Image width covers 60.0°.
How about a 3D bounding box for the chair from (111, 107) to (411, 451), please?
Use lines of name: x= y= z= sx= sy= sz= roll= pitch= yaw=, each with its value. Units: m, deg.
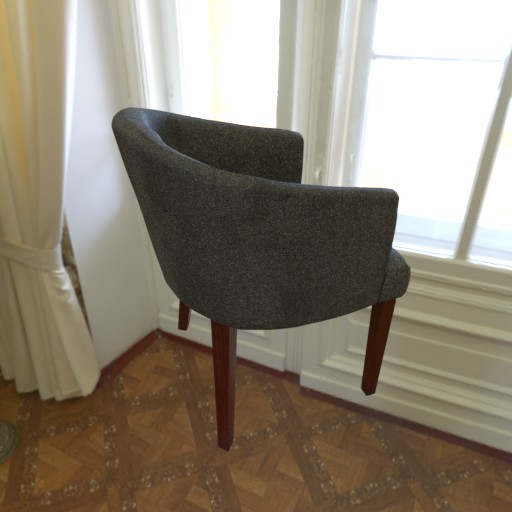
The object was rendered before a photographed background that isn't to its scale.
chair: x=0.000 y=0.000 z=1.237 sx=0.655 sy=0.811 sz=0.583 roll=-10 pitch=32 yaw=-17
